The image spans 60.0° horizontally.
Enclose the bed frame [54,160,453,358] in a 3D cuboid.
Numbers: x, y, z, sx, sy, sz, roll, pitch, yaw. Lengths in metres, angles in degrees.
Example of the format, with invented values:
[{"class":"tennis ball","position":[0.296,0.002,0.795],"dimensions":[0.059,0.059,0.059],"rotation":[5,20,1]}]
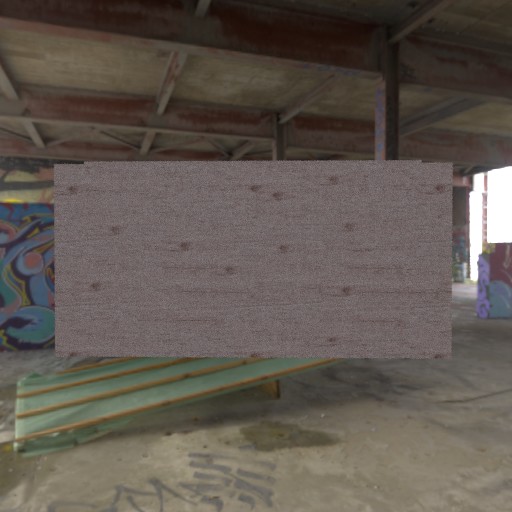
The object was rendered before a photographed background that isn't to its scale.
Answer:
[{"class":"bed frame","position":[0.000,0.000,3.213],"dimensions":[1.950,0.970,2.080],"rotation":[0,1,1]}]
